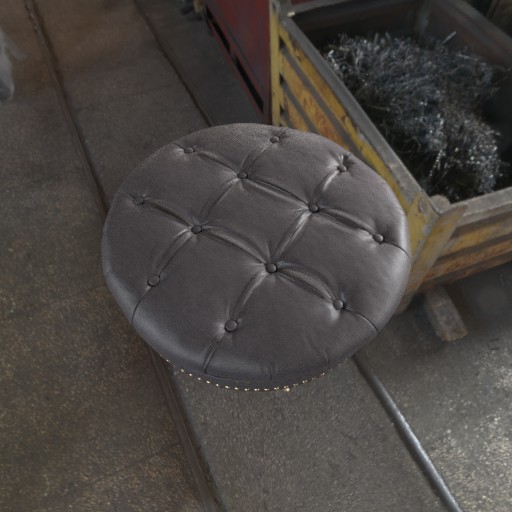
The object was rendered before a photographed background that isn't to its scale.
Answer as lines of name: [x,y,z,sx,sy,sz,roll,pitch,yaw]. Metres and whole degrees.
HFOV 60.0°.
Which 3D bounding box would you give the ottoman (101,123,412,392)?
ottoman: [0.000,0.000,1.426,0.901,0.439,0.901,0,57,0]
